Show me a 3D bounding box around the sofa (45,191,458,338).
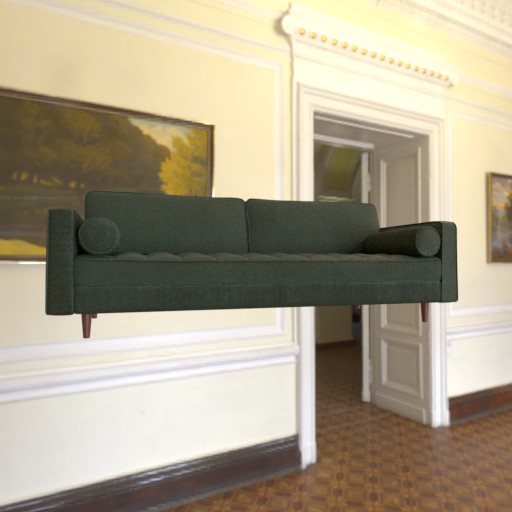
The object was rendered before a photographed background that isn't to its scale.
[{"bbox_3d":[0.000,0.000,2.656,2.199,0.769,0.918,0,-1,-17],"label":"sofa"}]
